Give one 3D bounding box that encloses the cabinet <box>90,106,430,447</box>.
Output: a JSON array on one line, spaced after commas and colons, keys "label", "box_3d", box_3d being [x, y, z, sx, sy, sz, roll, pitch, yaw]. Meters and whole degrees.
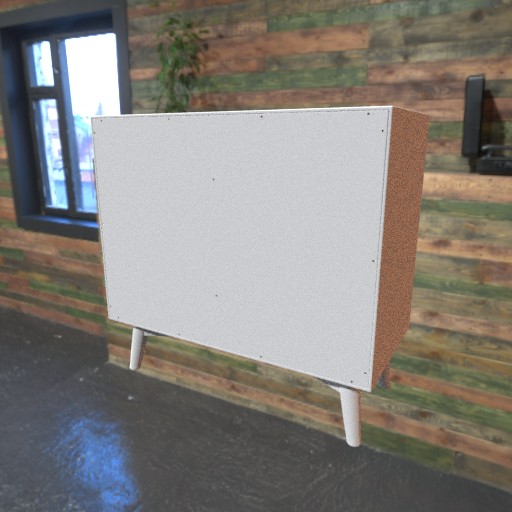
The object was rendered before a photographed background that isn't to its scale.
[{"label": "cabinet", "box_3d": [0.000, 0.000, 1.258, 0.800, 0.761, 0.398, 9, 17, 29]}]
